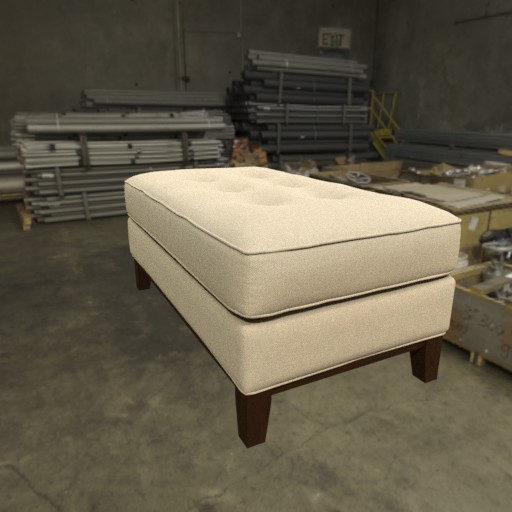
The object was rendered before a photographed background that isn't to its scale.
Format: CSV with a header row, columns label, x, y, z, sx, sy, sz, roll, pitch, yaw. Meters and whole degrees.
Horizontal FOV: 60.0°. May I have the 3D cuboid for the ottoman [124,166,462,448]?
label,x,y,z,sx,sy,sz,roll,pitch,yaw
ottoman,0.000,0.000,1.505,0.648,0.508,1.143,-9,20,-26
